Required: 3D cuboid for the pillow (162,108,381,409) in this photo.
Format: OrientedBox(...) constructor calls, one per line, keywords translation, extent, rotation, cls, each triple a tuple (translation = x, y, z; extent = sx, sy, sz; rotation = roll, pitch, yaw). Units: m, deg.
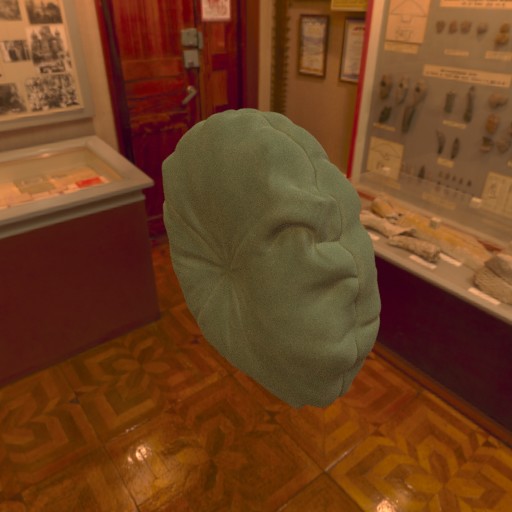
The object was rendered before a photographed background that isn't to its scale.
OrientedBox(translation=(0.000, 0.000, 0.645), extent=(0.148, 0.407, 0.428), rotation=(-21, 37, -30), cls="pillow")
